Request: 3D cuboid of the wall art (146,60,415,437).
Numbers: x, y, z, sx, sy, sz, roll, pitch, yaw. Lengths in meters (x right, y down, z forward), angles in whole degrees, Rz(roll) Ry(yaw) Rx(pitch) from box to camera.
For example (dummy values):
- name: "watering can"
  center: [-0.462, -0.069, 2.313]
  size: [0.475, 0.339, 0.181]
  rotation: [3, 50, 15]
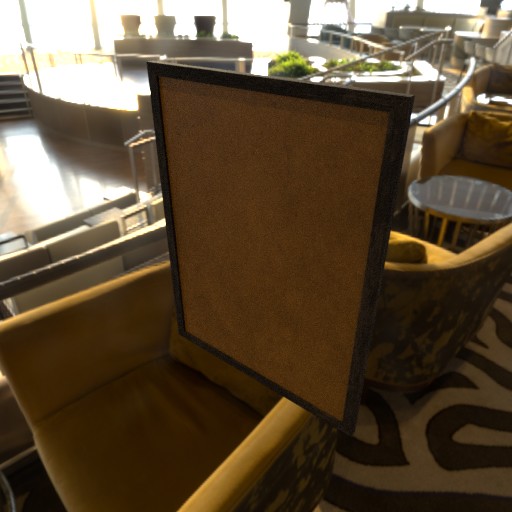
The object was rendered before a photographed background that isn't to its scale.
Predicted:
- name: "wall art"
  center: [0.000, 0.000, 1.394]
  size: [0.812, 1.066, 0.029]
  rotation: [22, 38, 32]
